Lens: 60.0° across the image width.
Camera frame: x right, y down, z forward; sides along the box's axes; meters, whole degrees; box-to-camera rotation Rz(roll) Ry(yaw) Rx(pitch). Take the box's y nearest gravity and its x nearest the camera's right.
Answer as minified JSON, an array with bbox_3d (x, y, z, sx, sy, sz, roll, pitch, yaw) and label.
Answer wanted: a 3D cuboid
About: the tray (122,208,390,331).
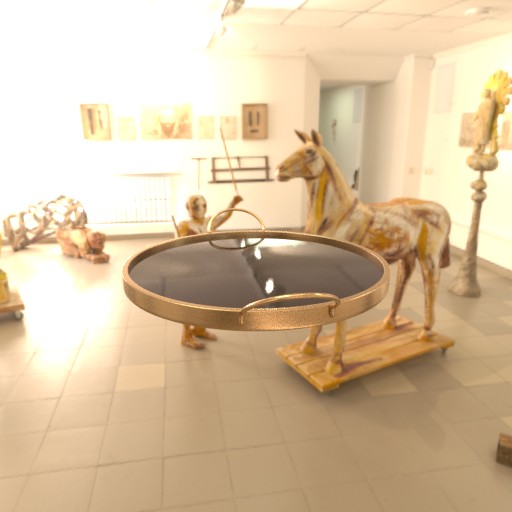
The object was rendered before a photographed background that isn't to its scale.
[{"bbox_3d":[0.000,0.000,0.750,0.438,0.069,0.543,-3,17,-10],"label":"tray"}]
